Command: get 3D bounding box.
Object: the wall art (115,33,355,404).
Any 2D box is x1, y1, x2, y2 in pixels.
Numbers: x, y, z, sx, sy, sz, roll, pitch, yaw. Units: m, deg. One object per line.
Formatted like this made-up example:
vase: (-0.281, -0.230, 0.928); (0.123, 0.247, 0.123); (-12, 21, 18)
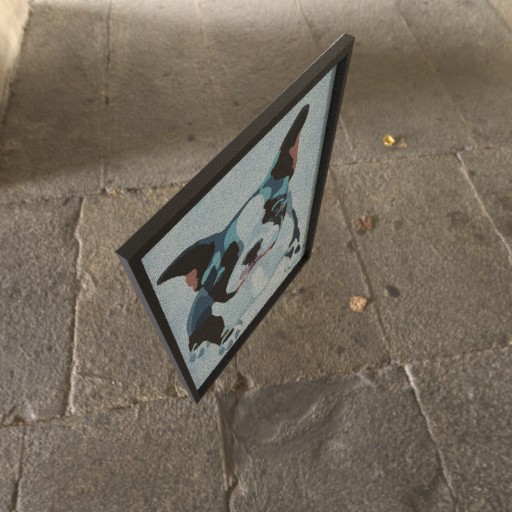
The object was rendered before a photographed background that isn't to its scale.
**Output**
wall art: (0.000, 0.000, 1.348); (0.030, 1.027, 0.774); (32, 64, 18)
